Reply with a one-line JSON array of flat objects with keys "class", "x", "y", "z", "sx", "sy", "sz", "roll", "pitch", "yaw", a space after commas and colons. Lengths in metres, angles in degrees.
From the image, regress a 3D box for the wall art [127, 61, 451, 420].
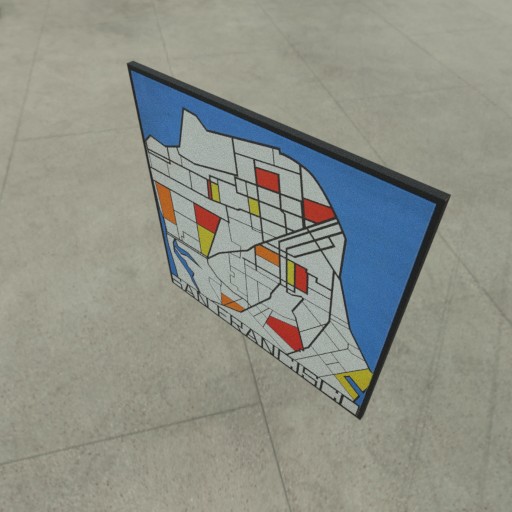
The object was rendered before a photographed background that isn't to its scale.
[{"class": "wall art", "x": 0.000, "y": 0.000, "z": 0.669, "sx": 0.458, "sy": 0.457, "sz": 0.013, "roll": 32, "pitch": 54, "yaw": 27}]
